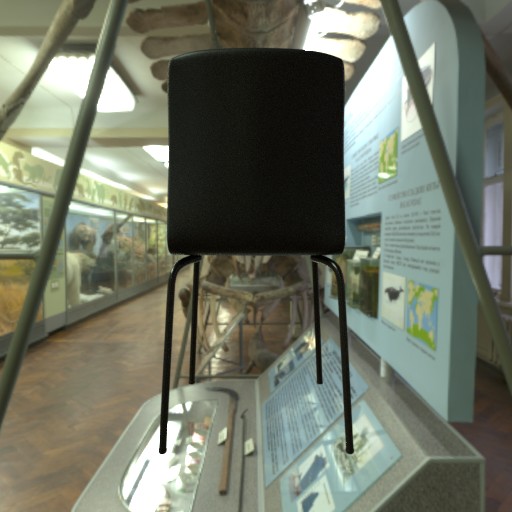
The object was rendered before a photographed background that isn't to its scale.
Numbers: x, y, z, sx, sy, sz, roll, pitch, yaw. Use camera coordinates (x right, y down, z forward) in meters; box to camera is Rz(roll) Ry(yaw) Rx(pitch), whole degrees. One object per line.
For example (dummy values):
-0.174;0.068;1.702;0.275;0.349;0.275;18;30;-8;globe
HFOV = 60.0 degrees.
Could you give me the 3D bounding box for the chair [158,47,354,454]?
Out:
0.000;0.000;1.194;0.450;0.872;0.572;0;2;0;chair
